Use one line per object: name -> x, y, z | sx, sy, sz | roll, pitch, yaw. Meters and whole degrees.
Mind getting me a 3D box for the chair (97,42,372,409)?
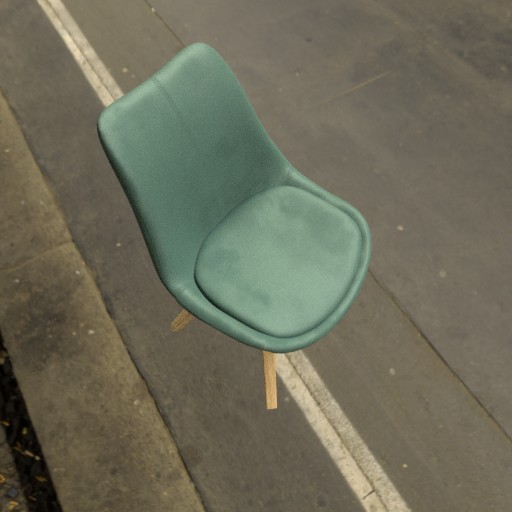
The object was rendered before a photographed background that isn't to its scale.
chair -> 0.000, 0.000, 1.156 | 0.547, 0.865, 0.483 | 33, 65, 18
